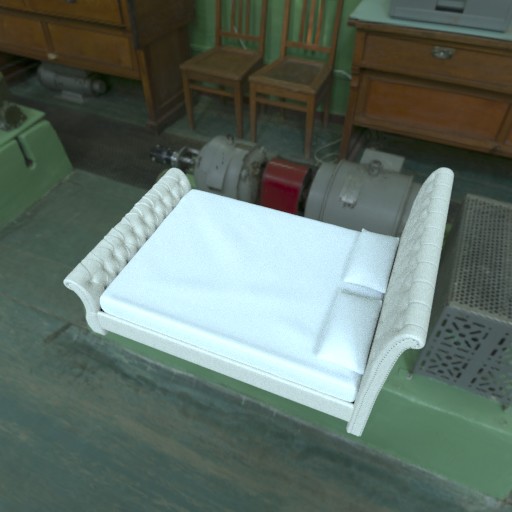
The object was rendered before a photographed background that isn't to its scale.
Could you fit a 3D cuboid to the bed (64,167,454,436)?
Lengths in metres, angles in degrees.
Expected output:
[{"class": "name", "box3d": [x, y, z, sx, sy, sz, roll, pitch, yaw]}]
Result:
[{"class": "bed", "box3d": [0.000, 0.000, 3.491, 2.493, 1.268, 1.606, 16, 48, 16]}]
